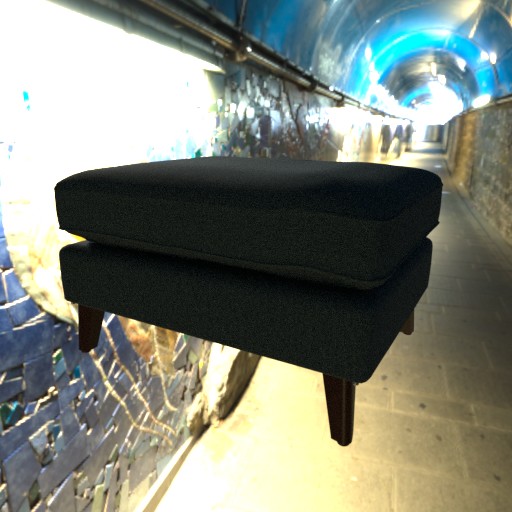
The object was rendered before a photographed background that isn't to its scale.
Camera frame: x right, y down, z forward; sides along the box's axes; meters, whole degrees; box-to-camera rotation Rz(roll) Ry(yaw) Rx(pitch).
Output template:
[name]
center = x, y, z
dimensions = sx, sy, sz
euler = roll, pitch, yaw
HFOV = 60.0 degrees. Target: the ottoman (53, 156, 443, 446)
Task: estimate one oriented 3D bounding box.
[ottoman]
center = 0.000, 0.000, 1.198
dimensions = 0.835, 0.503, 0.629
euler = 9, 18, 29
